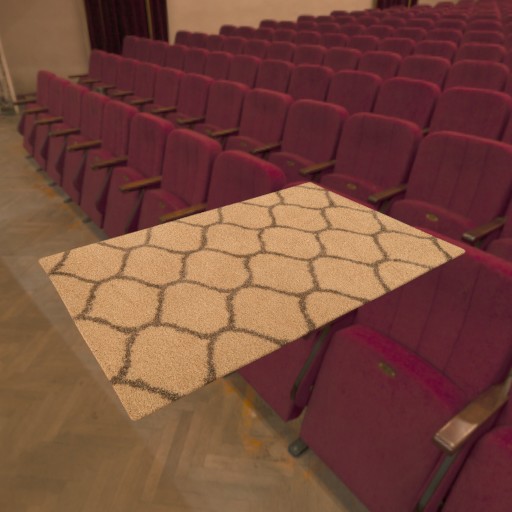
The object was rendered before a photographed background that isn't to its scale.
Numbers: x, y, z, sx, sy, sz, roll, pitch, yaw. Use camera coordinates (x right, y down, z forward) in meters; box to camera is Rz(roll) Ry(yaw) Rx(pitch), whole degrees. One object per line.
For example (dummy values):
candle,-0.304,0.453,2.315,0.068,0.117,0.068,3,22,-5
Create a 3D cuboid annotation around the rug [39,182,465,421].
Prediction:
rug,0.000,0.000,3.353,2.701,0.026,1.801,-20,36,-30
